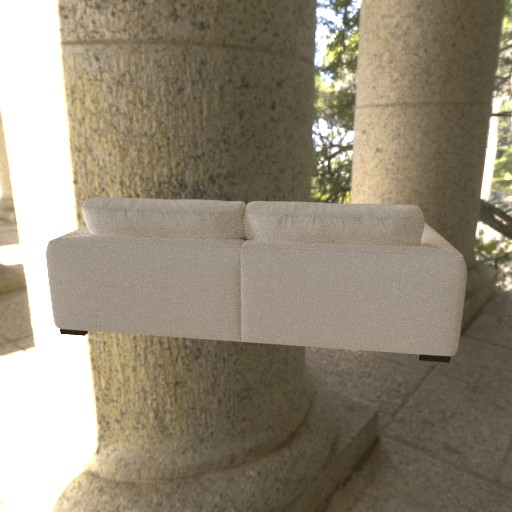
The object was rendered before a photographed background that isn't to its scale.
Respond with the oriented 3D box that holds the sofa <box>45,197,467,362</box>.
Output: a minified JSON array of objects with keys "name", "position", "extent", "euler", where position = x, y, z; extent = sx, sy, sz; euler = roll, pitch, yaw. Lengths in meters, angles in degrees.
[{"name":"sofa","position":[0.000,0.000,2.840],"extent":[2.262,0.801,1.070],"euler":[2,15,9]}]
